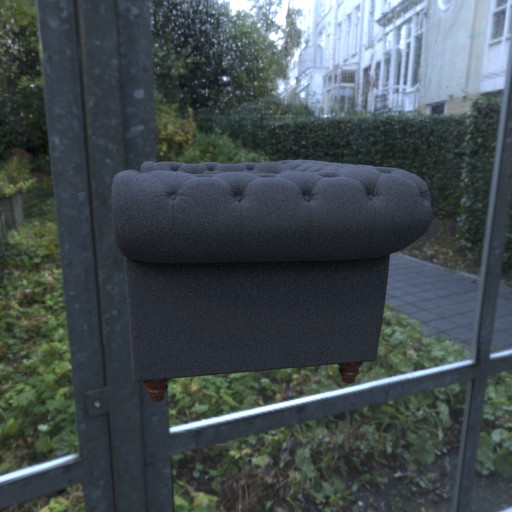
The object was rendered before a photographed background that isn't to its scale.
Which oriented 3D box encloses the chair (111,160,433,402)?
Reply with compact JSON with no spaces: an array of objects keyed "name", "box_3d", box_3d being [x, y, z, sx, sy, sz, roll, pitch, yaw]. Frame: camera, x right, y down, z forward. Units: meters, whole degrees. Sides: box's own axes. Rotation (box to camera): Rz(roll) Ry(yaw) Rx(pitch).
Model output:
[{"name":"chair","box_3d":[0.000,0.000,1.870,0.976,0.770,1.270,-2,14,-10]}]
